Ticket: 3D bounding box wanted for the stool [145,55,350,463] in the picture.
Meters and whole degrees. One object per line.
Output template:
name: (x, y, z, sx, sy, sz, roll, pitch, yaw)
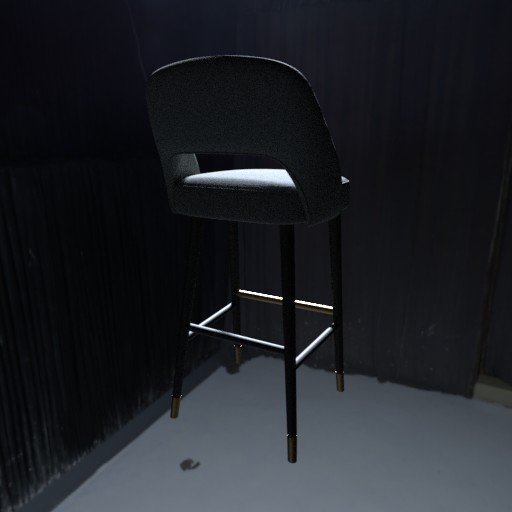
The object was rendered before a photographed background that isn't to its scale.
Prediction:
stool: (0.000, 0.000, 1.389, 0.536, 1.089, 0.524, 8, 17, 28)
